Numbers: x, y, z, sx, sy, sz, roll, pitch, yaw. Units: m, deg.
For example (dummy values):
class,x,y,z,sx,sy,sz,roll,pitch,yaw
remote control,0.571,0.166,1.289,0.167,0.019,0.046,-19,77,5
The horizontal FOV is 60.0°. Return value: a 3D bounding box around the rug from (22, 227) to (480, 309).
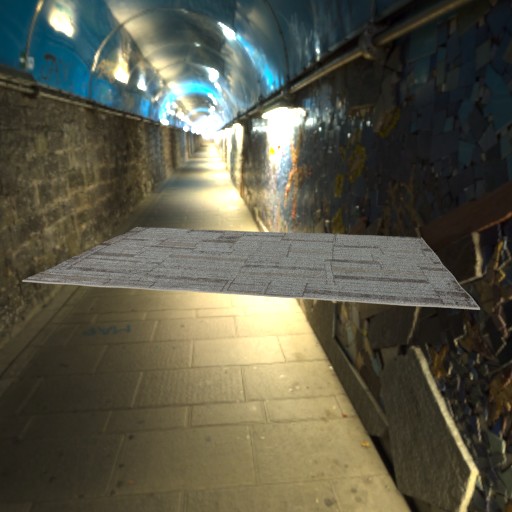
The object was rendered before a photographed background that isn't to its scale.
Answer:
class,x,y,z,sx,sy,sz,roll,pitch,yaw
rug,0.000,0.000,3.042,2.444,0.023,1.531,3,16,9
